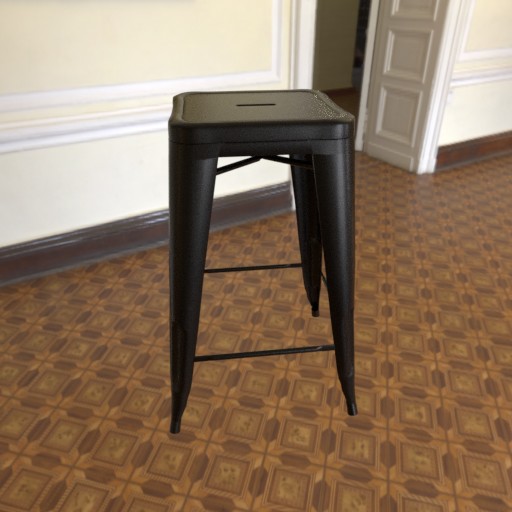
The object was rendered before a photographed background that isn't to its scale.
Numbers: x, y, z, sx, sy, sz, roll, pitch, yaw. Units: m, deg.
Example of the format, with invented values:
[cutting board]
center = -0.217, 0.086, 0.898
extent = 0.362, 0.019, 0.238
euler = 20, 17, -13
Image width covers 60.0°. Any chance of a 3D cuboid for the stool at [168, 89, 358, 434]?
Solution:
[stool]
center = 0.000, 0.000, 0.916
extent = 0.455, 0.609, 0.423
euler = -9, 32, -16
